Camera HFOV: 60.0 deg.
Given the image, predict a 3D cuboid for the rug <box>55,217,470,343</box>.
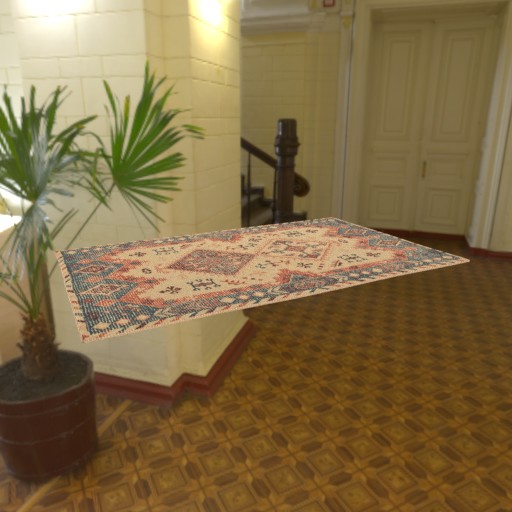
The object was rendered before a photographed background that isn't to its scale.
[{"bbox_3d":[0.000,0.000,3.071,2.464,0.023,1.521,-9,19,-26],"label":"rug"}]
